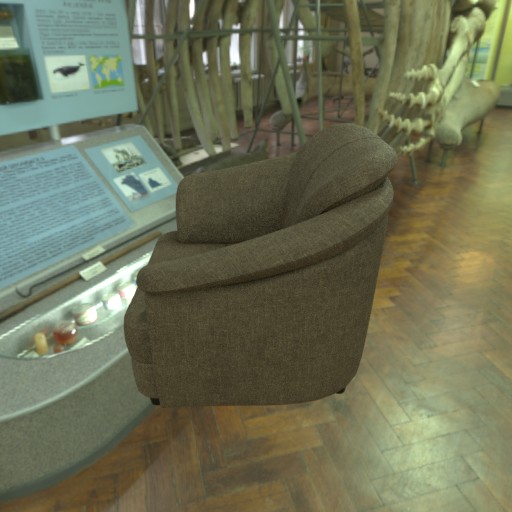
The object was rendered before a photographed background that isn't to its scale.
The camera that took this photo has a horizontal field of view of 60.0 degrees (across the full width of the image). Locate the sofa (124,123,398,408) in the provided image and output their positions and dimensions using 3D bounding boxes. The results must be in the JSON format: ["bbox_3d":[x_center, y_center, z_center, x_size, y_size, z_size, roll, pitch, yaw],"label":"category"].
[{"bbox_3d":[0.000,0.000,1.522,0.794,0.811,0.870,0,27,-1],"label":"sofa"}]
